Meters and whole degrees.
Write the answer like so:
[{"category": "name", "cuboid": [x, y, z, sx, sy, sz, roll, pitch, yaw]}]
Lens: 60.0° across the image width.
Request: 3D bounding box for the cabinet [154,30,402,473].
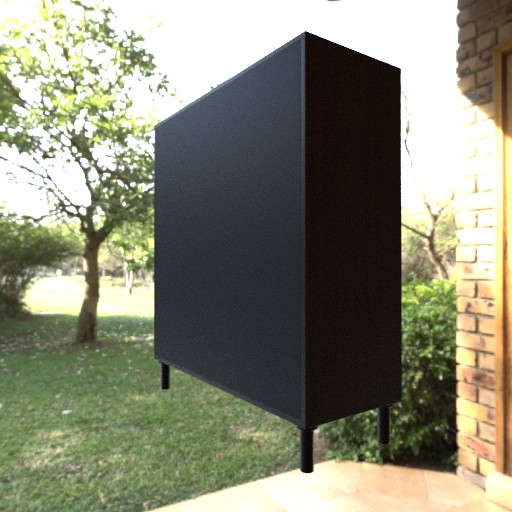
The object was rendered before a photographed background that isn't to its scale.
[{"category": "cabinet", "cuboid": [0.000, 0.000, 1.679, 0.400, 1.170, 1.010, 0, -1, -35]}]
